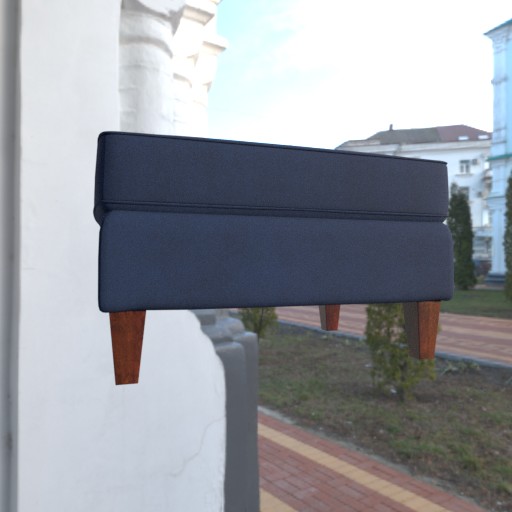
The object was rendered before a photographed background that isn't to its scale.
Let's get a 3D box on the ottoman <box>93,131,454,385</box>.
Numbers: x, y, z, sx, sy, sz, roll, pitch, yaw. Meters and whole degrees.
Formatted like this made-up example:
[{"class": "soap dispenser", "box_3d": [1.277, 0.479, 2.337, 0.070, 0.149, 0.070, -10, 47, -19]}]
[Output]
[{"class": "ottoman", "box_3d": [0.000, 0.000, 1.401, 0.965, 0.584, 0.686, 0, -1, -19]}]
